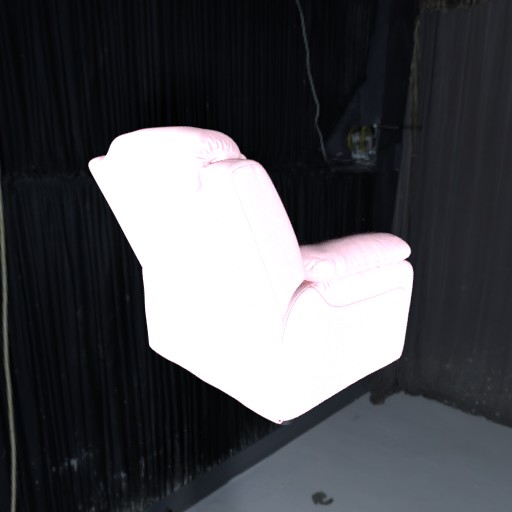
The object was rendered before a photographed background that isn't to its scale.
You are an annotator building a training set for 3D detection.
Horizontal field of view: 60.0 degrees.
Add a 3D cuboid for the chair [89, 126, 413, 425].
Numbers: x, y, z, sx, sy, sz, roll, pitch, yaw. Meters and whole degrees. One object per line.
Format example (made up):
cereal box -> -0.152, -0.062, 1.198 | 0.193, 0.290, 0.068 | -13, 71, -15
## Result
chair -> 0.000, 0.000, 1.285 | 0.709, 0.702, 0.680 | -13, 19, -42
